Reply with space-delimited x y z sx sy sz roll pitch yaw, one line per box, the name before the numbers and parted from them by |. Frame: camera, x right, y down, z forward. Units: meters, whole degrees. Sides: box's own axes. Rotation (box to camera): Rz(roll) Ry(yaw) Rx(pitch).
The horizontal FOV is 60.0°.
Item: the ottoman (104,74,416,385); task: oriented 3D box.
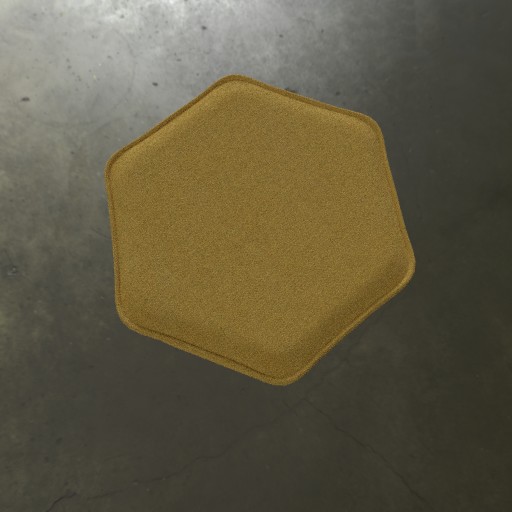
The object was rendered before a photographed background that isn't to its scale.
ottoman | 0.000 0.000 0.886 0.494 0.502 0.443 -39 79 -9
